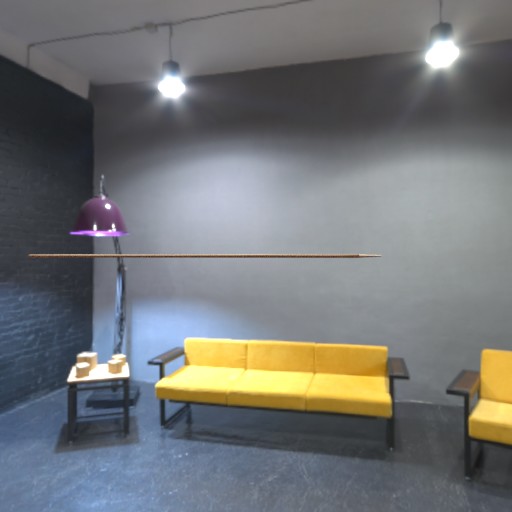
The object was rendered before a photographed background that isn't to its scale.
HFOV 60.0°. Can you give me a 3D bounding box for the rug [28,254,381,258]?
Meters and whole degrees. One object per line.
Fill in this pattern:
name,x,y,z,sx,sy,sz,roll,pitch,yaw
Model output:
rug,0.000,0.000,2.934,1.528,0.014,2.294,0,0,18
